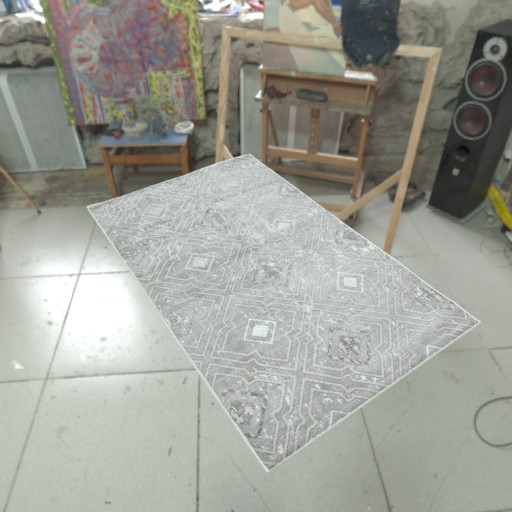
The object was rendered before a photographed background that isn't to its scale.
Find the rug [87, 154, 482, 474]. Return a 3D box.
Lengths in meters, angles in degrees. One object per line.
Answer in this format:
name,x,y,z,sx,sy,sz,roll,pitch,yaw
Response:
rug,0.000,0.000,3.016,1.537,0.036,2.447,-24,47,-25
